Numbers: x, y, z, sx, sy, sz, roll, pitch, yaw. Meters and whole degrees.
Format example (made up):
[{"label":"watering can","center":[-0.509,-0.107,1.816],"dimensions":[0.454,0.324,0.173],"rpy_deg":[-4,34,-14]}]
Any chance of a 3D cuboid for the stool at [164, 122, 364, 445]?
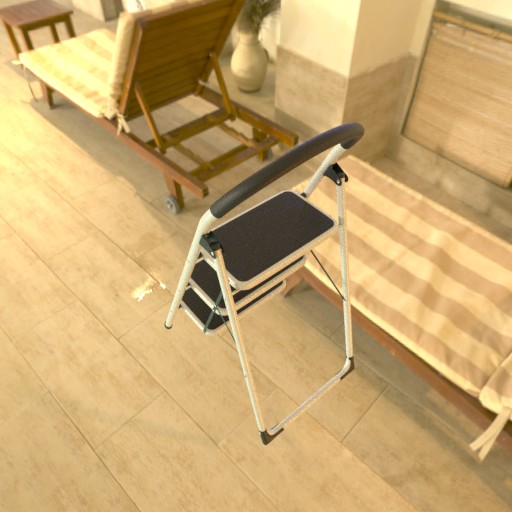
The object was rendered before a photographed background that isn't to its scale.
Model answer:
[{"label":"stool","center":[0.000,0.000,1.451],"dimensions":[0.485,1.109,0.676],"rpy_deg":[-31,54,-26]}]
